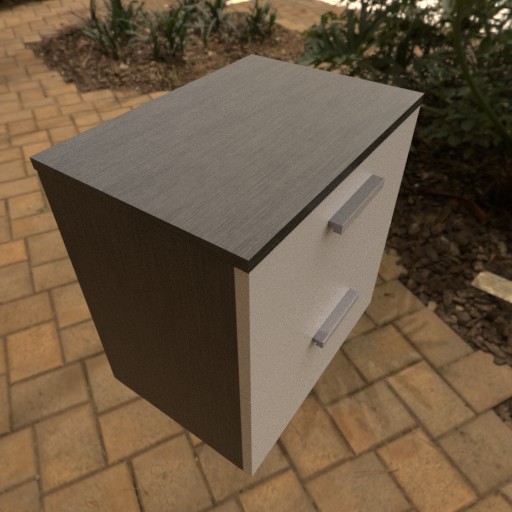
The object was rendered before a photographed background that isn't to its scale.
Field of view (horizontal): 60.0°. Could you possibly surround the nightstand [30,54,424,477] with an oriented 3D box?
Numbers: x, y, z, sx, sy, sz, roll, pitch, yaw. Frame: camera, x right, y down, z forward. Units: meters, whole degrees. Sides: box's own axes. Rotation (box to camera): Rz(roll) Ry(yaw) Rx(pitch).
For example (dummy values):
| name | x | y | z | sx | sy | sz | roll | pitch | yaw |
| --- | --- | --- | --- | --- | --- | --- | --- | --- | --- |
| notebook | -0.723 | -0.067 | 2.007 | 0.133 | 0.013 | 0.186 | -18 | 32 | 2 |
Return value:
| name | x | y | z | sx | sy | sz | roll | pitch | yaw |
| --- | --- | --- | --- | --- | --- | --- | --- | --- | --- |
| nightstand | 0.000 | 0.000 | 0.726 | 0.325 | 0.460 | 0.441 | 25 | 47 | 25 |
